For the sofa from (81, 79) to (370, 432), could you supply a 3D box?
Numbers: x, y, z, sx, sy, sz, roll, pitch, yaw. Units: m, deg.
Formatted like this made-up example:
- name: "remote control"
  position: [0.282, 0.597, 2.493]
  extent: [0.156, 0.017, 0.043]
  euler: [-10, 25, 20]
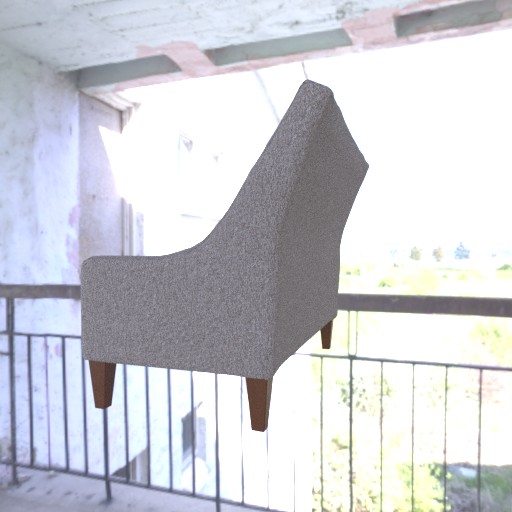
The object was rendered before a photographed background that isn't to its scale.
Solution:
- name: "sofa"
  position: [0.000, 0.000, 1.935]
  extent: [0.862, 1.026, 1.242]
  euler: [0, 1, 19]
